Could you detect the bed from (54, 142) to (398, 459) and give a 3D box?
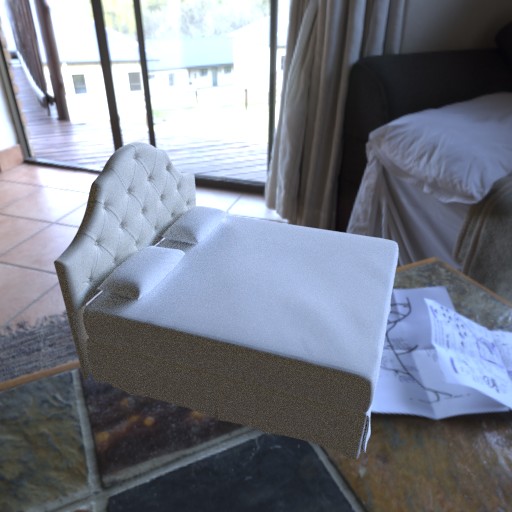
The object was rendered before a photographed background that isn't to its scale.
[{"bbox_3d":[0.000,0.000,3.595,2.214,1.615,2.008,10,31,17],"label":"bed"}]
